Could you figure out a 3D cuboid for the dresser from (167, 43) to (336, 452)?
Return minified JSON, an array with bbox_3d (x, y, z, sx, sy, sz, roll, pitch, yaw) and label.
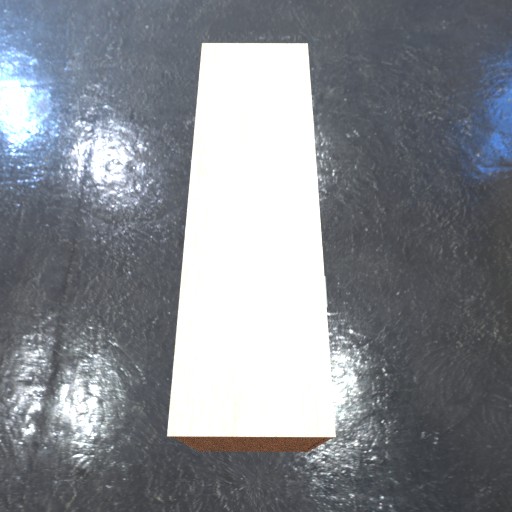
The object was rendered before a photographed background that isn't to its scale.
[{"bbox_3d":[0.000,0.000,1.909,0.457,0.914,1.524,0,63,0],"label":"dresser"}]
